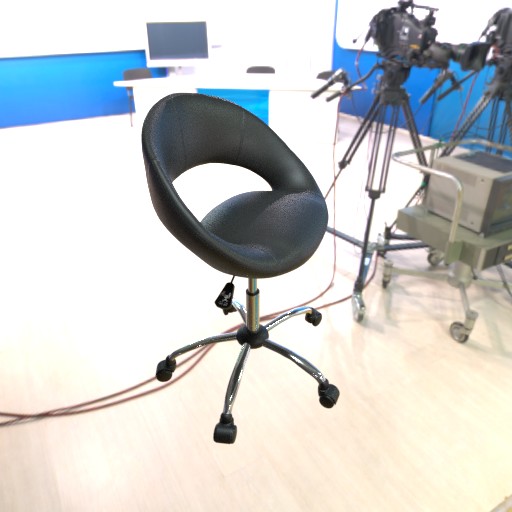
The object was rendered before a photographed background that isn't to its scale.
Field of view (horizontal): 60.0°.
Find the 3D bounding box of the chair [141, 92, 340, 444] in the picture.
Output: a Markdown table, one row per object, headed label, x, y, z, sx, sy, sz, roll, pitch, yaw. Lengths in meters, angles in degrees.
| label | x | y | z | sx | sy | sz | roll | pitch | yaw |
| --- | --- | --- | --- | --- | --- | --- | --- | --- | --- |
| chair | 0.000 | 0.000 | 1.180 | 0.538 | 0.791 | 0.612 | 11 | 32 | 18 |
